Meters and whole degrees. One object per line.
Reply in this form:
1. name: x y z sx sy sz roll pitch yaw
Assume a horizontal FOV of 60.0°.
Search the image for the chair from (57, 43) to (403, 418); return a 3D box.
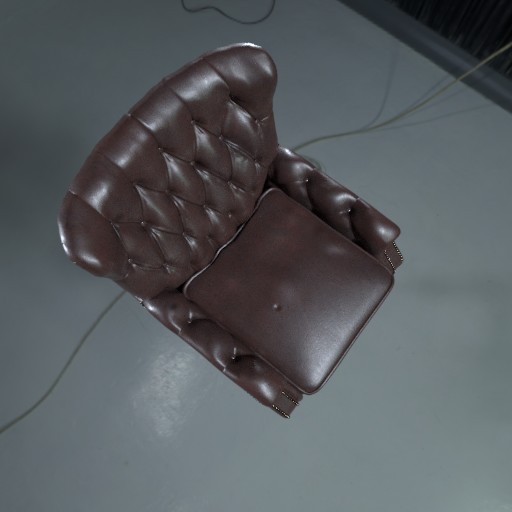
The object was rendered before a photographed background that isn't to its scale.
1. chair: 0.000 0.000 1.418 0.823 0.864 0.709 37 78 9
